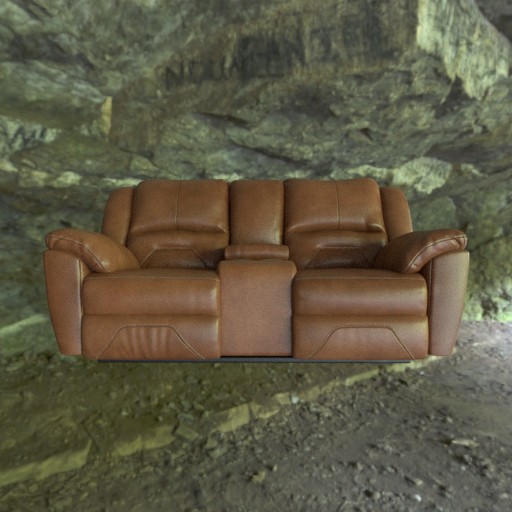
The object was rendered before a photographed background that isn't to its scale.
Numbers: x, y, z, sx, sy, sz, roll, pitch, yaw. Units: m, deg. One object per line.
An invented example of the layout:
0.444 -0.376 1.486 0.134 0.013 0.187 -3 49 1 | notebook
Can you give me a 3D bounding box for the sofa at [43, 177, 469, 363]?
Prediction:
0.000 0.000 2.559 2.058 1.043 0.991 0 -1 1 | sofa
